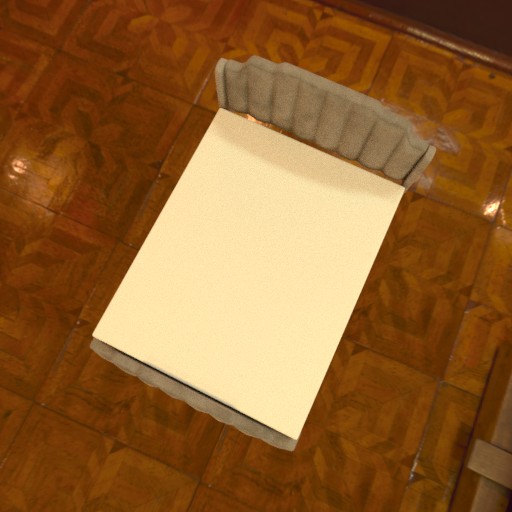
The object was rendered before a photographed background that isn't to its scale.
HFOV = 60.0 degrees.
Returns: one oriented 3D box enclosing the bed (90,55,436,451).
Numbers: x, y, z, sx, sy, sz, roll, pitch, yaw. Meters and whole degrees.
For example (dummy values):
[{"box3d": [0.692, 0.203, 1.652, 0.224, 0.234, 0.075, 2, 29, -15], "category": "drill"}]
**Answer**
[{"box3d": [0.000, 0.000, 3.292, 1.676, 1.245, 2.340, 25, 77, 6], "category": "bed"}]
